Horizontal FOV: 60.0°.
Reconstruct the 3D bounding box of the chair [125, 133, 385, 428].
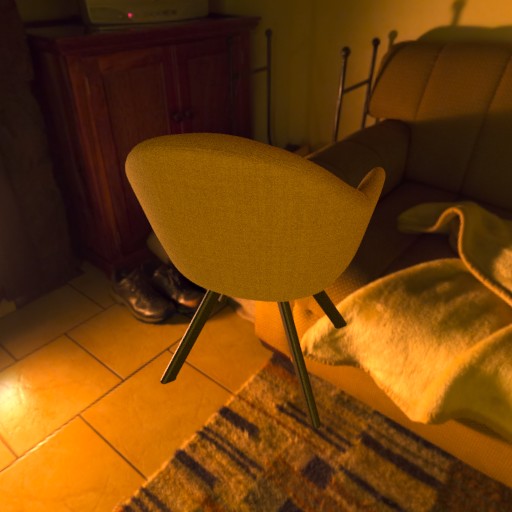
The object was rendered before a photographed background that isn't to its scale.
[{"bbox_3d":[0.000,0.000,1.199,0.590,0.795,0.550,11,34,16],"label":"chair"}]
